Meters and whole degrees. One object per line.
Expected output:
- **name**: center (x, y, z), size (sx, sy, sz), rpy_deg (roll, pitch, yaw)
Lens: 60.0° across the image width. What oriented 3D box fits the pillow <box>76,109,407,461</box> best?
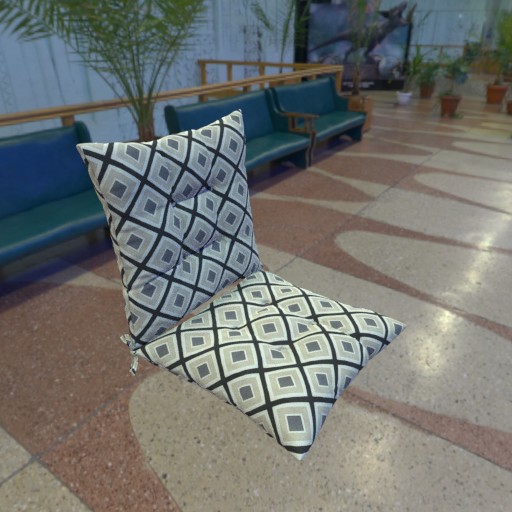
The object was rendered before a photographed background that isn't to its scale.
- **pillow**: center (0.000, 0.000, 1.013), size (0.585, 0.536, 0.541), rpy_deg (19, 33, 33)
